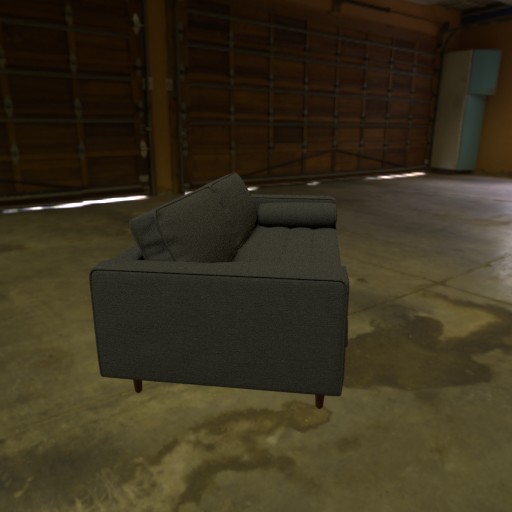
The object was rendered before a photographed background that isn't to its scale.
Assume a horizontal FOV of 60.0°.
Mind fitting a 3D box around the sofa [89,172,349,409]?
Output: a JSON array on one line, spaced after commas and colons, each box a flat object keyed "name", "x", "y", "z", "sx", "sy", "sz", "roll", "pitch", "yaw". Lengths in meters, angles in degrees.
[{"name": "sofa", "x": 0.000, "y": 0.000, "z": 2.401, "sx": 0.914, "sy": 0.759, "sz": 1.875, "roll": 2, "pitch": 16, "yaw": 8}]
